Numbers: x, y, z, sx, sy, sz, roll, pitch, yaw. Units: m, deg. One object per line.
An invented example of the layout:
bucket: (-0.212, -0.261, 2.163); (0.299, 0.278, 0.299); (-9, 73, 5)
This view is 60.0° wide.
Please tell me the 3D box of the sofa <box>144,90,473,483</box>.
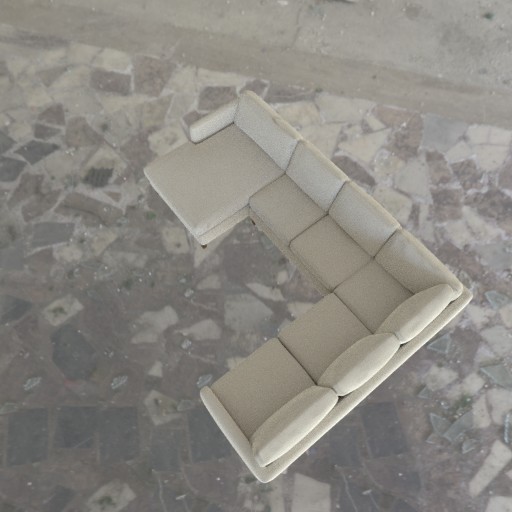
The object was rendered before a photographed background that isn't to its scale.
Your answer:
sofa: (0.000, 0.000, 4.638); (2.593, 0.956, 3.459); (-35, 68, -16)
